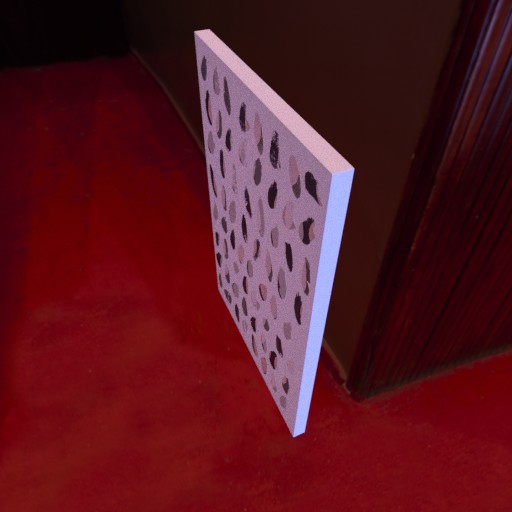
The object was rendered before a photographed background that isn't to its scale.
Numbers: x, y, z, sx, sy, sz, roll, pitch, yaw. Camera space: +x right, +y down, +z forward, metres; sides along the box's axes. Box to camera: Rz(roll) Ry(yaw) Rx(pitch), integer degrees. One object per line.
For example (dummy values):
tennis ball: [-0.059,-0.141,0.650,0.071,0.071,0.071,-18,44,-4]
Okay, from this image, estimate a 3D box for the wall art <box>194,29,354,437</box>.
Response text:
wall art: [0.000,0.000,1.152,0.037,0.916,0.610,-18,48,-17]
